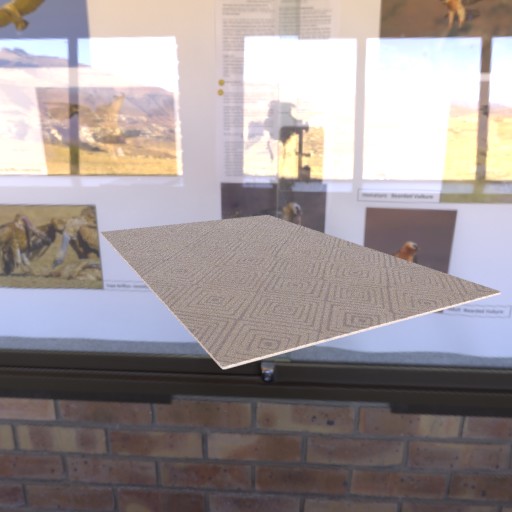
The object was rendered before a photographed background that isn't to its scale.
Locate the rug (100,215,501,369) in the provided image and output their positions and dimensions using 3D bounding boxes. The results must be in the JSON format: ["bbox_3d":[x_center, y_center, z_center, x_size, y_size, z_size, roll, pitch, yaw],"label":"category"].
[{"bbox_3d":[0.000,0.000,2.138,1.143,0.008,1.753,-9,18,-27],"label":"rug"}]
